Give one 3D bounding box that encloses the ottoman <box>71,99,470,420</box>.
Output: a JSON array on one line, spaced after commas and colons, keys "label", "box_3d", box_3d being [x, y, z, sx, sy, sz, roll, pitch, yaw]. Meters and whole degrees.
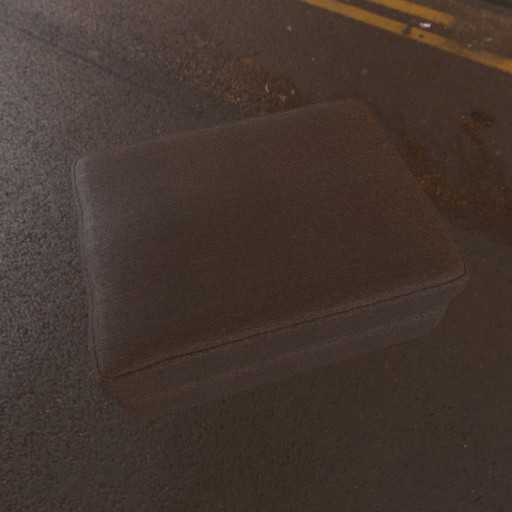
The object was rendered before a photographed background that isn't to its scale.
[{"label": "ottoman", "box_3d": [0.000, 0.000, 1.198, 0.826, 0.496, 0.639, -15, 60, -9]}]
